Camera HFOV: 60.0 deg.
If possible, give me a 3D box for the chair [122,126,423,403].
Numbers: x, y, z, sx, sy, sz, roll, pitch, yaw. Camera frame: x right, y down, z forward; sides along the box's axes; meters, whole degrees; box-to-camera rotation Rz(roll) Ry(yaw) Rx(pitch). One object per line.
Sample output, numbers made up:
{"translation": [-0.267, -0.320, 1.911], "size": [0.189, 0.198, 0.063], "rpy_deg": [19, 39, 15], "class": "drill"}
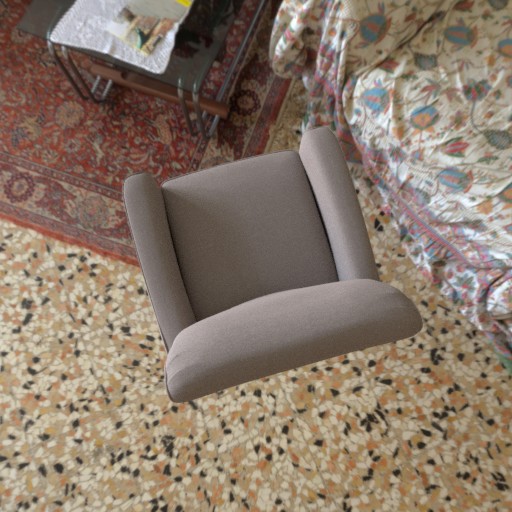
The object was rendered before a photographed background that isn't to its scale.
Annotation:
{"translation": [0.000, 0.000, 1.671], "size": [0.845, 1.023, 0.859], "rpy_deg": [-15, 76, -4], "class": "chair"}
